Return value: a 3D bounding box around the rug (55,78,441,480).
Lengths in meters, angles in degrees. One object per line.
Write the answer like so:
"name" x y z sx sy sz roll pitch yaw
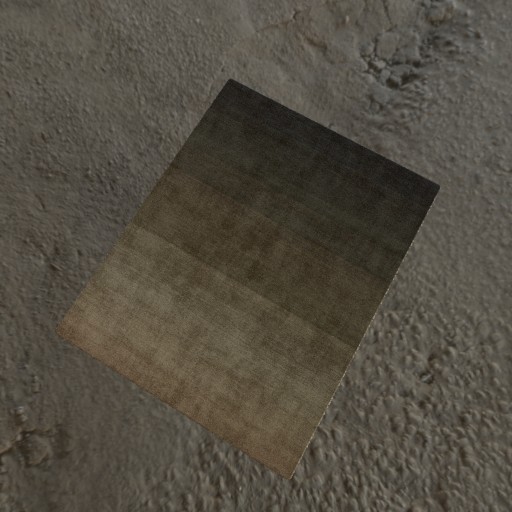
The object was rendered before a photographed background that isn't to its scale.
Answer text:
"rug" 0.000 0.000 3.946 2.306 0.017 2.902 29 77 7
